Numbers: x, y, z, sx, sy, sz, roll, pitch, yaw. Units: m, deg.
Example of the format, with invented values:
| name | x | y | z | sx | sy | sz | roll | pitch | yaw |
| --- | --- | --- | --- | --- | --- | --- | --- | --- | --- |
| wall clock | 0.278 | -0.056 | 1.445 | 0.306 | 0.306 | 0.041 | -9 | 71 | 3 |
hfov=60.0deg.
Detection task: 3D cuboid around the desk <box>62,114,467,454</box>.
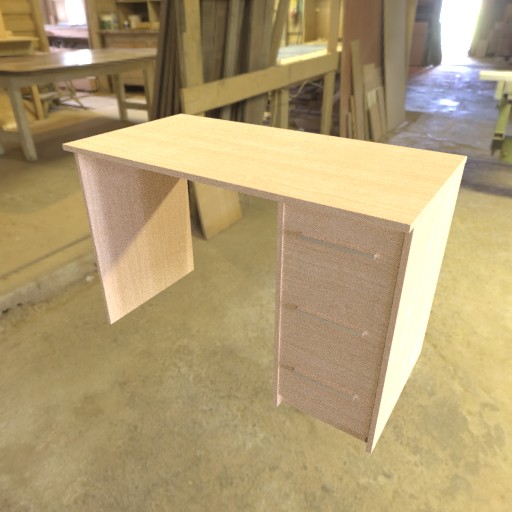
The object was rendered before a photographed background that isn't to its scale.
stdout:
| name | x | y | z | sx | sy | sz | roll | pitch | yaw |
| --- | --- | --- | --- | --- | --- | --- | --- | --- | --- |
| desk | 0.000 | 0.000 | 1.520 | 1.097 | 0.735 | 0.560 | 18 | 34 | 29 |
